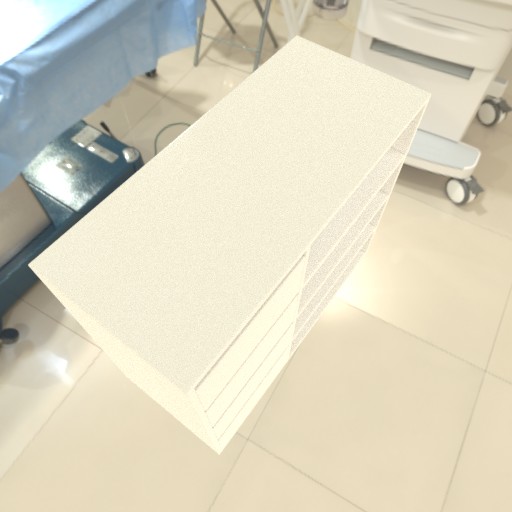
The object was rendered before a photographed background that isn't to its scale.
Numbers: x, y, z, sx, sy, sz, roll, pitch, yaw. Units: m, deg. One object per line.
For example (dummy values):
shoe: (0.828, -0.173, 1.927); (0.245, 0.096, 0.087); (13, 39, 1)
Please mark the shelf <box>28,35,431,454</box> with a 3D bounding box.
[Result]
shelf: (0.000, 0.000, 1.264); (0.396, 0.732, 0.895); (33, 64, 18)
